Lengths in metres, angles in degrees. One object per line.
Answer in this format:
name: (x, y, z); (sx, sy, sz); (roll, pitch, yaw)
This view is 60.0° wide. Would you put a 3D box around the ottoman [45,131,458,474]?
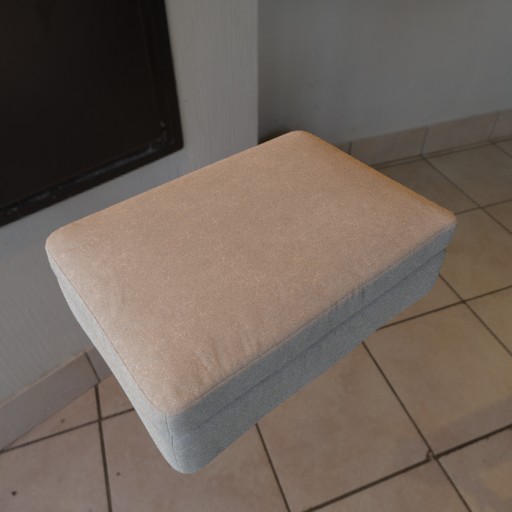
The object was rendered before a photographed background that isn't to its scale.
ottoman: (0.000, 0.000, 1.579); (1.199, 0.429, 0.840); (-29, 51, -27)
